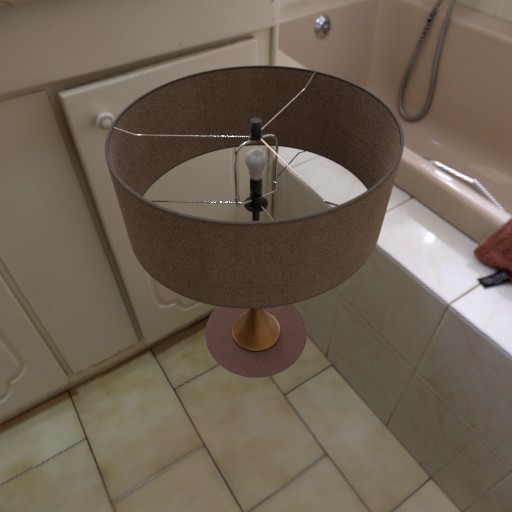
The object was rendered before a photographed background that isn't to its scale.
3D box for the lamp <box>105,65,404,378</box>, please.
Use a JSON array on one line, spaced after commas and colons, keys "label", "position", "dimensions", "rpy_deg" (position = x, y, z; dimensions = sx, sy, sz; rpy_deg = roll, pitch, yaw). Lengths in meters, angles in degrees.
[{"label": "lamp", "position": [0.000, 0.000, 0.817], "dimensions": [0.417, 0.551, 0.396], "rpy_deg": [-24, 51, -21]}]
